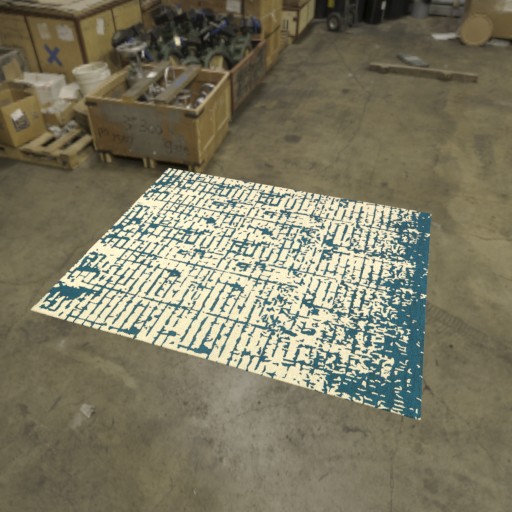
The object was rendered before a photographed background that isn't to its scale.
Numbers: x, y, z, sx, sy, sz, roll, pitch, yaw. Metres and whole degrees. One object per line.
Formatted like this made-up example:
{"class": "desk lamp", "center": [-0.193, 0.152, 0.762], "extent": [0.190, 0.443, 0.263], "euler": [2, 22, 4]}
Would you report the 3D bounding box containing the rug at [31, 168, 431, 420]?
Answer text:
{"class": "rug", "center": [0.000, 0.000, 4.068], "extent": [3.017, 0.014, 2.416], "euler": [12, 42, 14]}
